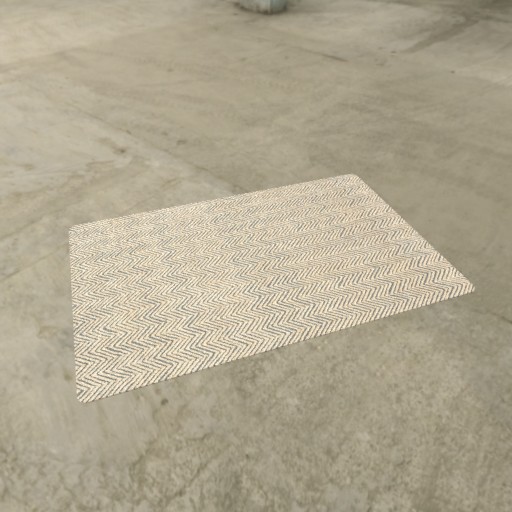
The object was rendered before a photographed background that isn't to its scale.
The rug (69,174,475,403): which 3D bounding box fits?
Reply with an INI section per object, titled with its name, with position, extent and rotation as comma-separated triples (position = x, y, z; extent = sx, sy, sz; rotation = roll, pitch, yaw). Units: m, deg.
[rug]
position = 0.000, 0.000, 2.216
extent = 1.752, 0.008, 1.144
rotation = -13, 41, -15
